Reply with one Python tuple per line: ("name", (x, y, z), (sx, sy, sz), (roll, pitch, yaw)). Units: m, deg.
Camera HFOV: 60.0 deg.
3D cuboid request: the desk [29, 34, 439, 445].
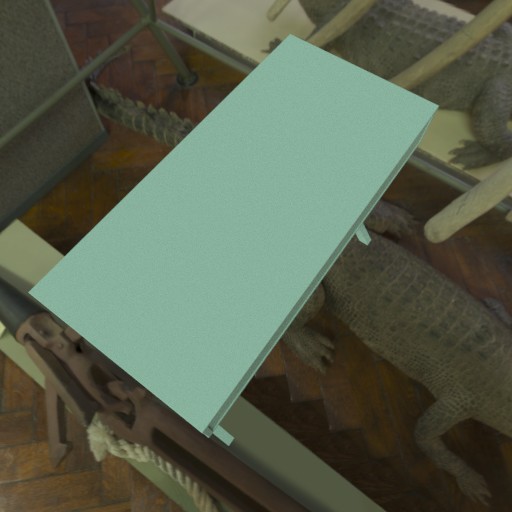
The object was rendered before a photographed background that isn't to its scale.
("desk", (0.000, 0.000, 1.474), (0.509, 0.780, 1.059), (33, 69, 15))
